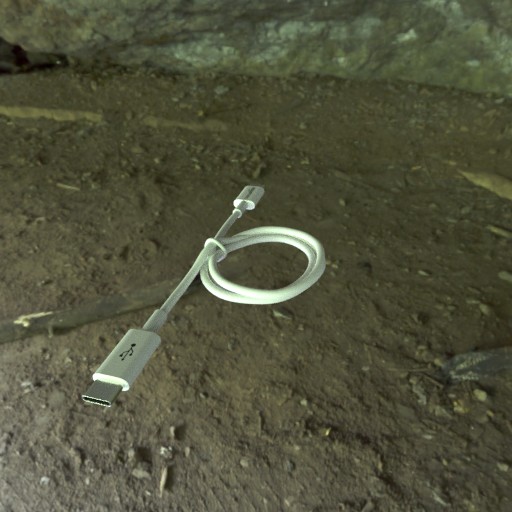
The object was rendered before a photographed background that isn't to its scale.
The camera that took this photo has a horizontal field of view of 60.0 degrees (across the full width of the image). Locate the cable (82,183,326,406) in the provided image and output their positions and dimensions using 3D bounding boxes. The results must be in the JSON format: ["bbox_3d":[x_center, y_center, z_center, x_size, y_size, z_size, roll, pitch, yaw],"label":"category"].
[{"bbox_3d":[0.000,0.000,0.226,0.070,0.014,0.203,8,31,13],"label":"cable"}]
